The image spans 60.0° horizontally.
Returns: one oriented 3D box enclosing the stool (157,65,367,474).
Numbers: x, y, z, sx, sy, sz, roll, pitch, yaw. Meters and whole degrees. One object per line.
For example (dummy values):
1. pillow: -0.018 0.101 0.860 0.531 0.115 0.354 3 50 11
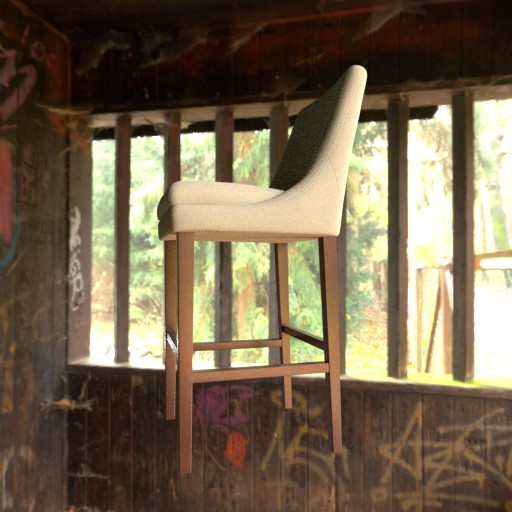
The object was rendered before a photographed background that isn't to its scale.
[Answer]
1. stool: 0.000 0.000 1.365 0.577 1.078 0.470 0 -1 -16
